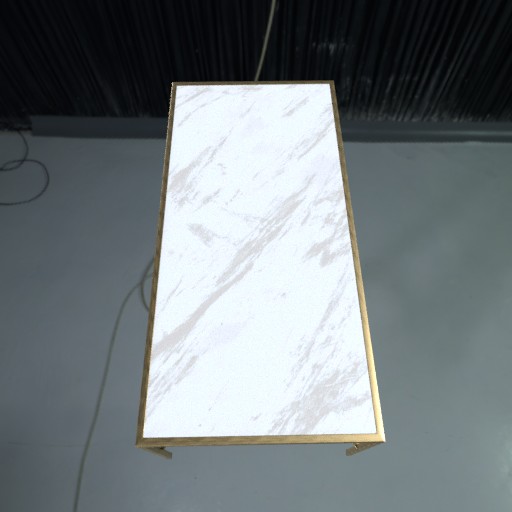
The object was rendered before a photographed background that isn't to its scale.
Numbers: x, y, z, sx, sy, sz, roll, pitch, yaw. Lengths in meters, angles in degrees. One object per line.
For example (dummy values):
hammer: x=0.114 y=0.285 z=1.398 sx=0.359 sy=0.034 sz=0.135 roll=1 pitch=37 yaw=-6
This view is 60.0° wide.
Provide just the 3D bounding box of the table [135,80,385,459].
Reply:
table: x=0.000 y=0.000 z=1.477 sx=0.577 sy=0.405 sz=1.197 roll=-1 pitch=62 yaw=0
